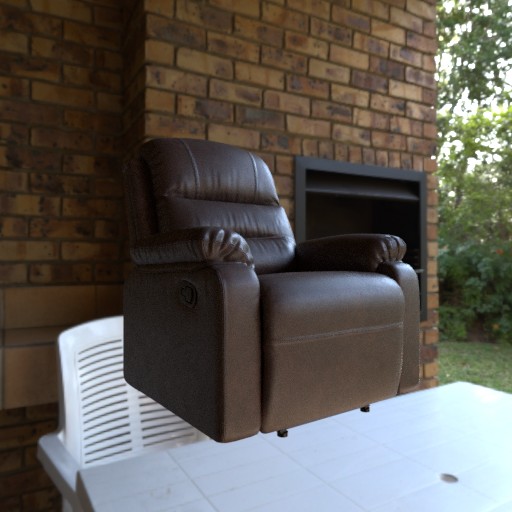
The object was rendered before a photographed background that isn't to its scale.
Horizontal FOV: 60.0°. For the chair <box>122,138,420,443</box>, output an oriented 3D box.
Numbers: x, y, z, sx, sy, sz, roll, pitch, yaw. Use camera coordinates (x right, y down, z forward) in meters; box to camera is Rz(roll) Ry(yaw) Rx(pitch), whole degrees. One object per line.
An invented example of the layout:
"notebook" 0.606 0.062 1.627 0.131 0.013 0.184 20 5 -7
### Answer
"chair" 0.000 0.000 1.622 0.855 0.992 0.919 0 0 -35
